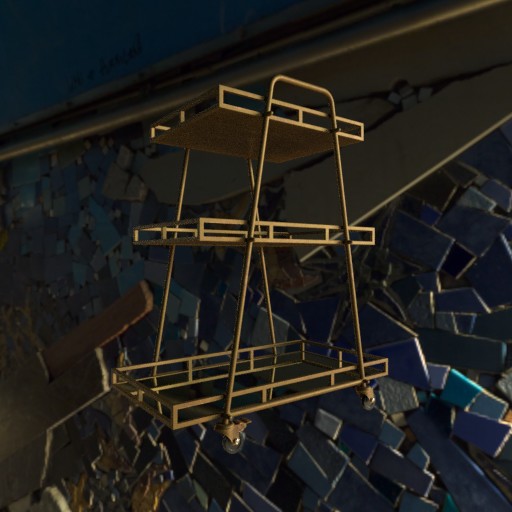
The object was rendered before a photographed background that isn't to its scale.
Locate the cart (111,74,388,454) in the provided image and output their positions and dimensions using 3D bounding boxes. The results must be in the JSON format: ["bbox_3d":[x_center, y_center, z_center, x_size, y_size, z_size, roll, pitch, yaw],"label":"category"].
[{"bbox_3d":[0.000,0.000,1.281,0.711,0.883,0.441,0,0,-37],"label":"cart"}]
